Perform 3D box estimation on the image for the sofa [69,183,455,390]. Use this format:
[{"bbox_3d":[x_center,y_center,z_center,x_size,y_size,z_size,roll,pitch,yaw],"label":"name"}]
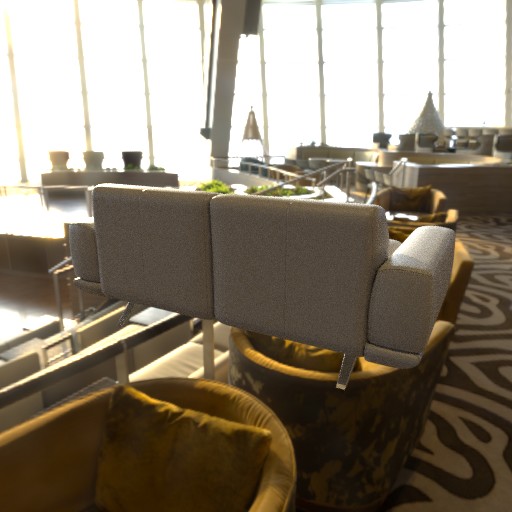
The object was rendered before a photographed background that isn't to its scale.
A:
[{"bbox_3d":[0.000,0.000,2.397,1.901,0.772,0.900,9,18,27],"label":"sofa"}]
